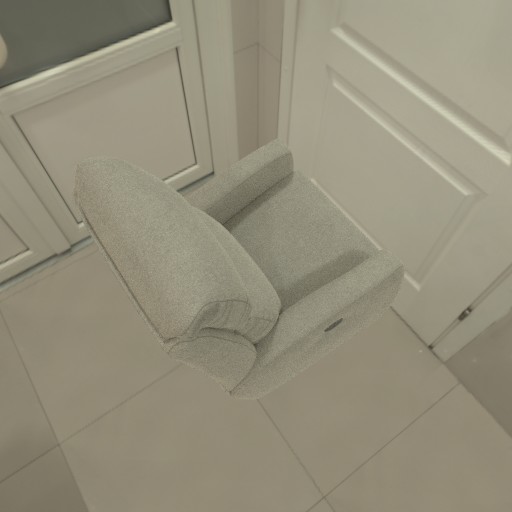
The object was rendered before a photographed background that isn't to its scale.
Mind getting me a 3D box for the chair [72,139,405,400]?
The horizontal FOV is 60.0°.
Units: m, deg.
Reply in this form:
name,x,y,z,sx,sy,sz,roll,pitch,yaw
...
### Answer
name,x,y,z,sx,sy,sz,roll,pitch,yaw
chair,0.000,0.000,1.647,0.940,1.021,0.794,-31,64,-17
